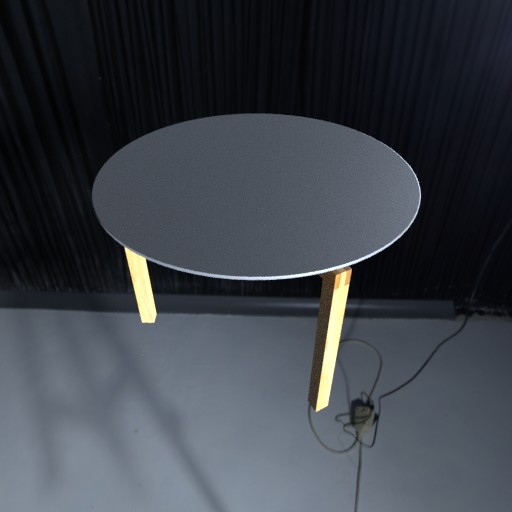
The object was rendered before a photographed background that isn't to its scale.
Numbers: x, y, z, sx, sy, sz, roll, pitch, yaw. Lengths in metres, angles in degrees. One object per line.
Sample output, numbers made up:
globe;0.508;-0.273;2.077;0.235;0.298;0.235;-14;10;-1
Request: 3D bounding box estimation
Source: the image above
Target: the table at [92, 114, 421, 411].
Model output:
table;0.000;0.000;0.967;0.600;0.405;0.600;0;39;0
